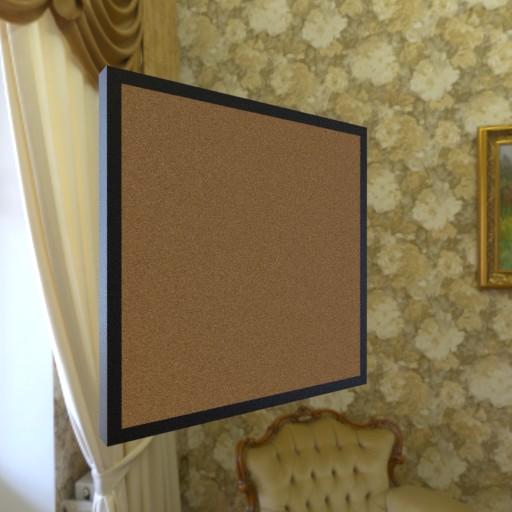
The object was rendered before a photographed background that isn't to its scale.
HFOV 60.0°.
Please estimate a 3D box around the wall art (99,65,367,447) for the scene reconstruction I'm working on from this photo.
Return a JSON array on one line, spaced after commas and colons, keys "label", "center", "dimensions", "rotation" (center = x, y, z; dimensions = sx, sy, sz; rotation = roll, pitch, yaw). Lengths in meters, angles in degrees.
[{"label": "wall art", "center": [0.000, 0.000, 0.749], "dimensions": [0.508, 0.508, 0.038], "rotation": [0, 0, -35]}]
